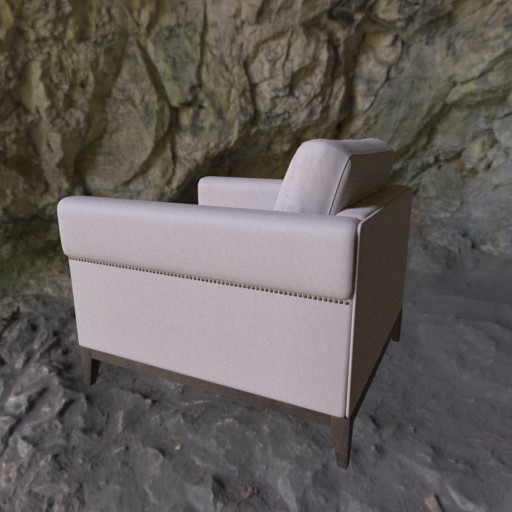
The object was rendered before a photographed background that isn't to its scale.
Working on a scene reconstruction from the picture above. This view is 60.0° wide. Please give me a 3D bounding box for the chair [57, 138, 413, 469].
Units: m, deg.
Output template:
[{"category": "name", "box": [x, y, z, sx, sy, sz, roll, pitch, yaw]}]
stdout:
[{"category": "chair", "box": [0.000, 0.000, 1.633, 0.959, 0.838, 0.914, 7, 17, 25]}]
